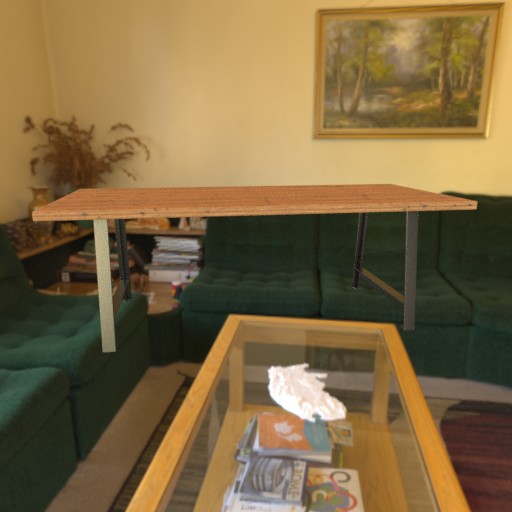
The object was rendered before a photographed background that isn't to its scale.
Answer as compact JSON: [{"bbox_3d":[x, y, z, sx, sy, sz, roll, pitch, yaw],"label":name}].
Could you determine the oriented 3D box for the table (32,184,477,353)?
[{"bbox_3d":[0.000,0.000,2.728,2.200,0.757,1.000,-2,15,-9],"label":"table"}]
